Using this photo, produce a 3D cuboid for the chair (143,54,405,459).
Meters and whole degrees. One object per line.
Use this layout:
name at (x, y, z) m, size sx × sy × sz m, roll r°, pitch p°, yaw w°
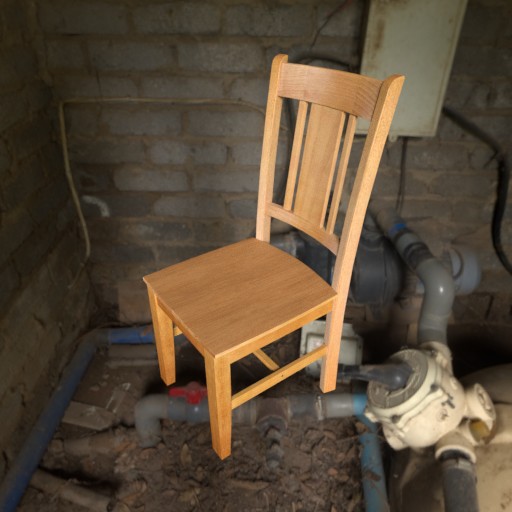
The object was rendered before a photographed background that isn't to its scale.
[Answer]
chair at (0.000, 0.000, 1.292) m, size 0.556 × 0.998 × 0.450 m, roll -21°, pitch 37°, yaw -30°
